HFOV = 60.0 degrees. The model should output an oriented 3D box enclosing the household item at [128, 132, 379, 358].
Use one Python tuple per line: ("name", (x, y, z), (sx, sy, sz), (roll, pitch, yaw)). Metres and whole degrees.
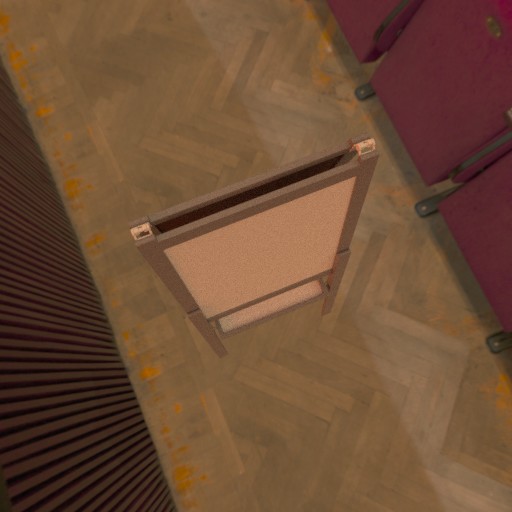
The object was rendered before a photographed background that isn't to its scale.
("household item", (0.000, 0.000, 1.459), (0.531, 1.172, 0.469), (-21, 77, -5))
